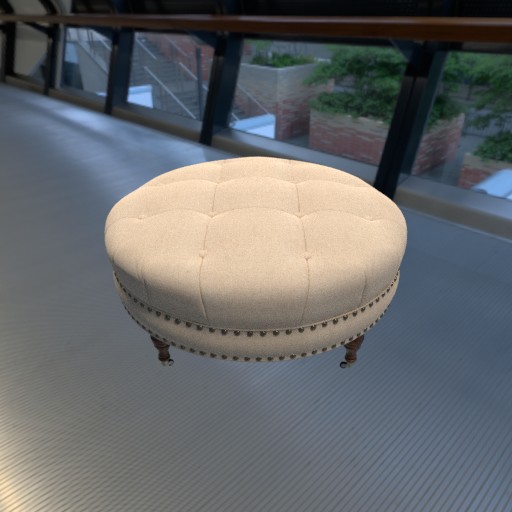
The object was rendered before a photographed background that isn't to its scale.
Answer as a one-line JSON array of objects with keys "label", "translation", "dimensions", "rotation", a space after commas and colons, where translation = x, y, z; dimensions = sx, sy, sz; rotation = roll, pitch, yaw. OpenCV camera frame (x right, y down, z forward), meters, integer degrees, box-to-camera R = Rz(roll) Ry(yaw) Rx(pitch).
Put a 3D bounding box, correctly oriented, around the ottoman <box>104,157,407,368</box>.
[{"label": "ottoman", "translation": [0.000, 0.000, 1.482], "dimensions": [0.940, 0.483, 0.940], "rotation": [0, 30, 0]}]
